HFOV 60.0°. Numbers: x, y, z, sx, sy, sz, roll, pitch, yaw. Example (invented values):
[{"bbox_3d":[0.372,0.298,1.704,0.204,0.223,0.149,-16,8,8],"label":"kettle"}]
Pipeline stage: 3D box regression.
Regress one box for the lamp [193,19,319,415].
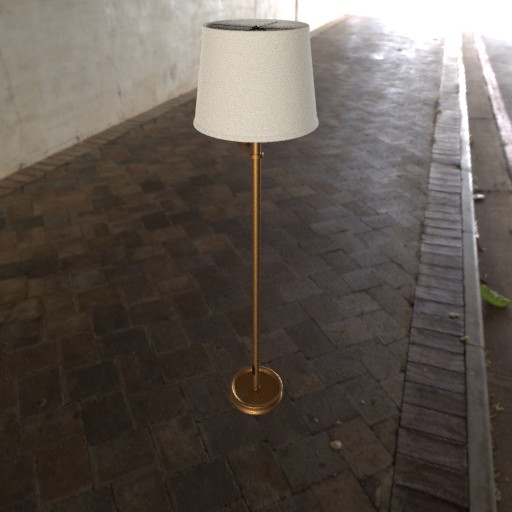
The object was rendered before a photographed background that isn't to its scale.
[{"bbox_3d":[0.000,0.000,0.763,0.178,0.710,0.178,0,33,0],"label":"lamp"}]
